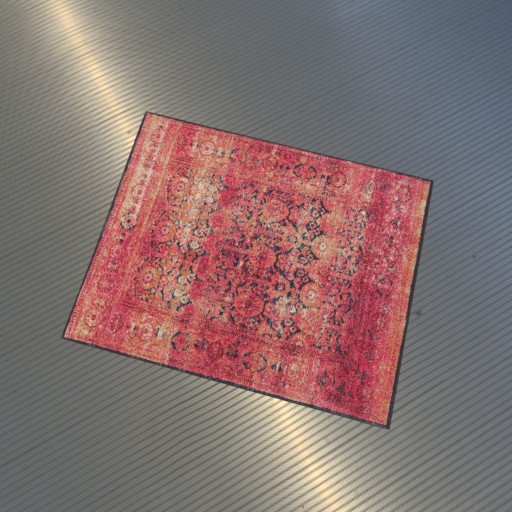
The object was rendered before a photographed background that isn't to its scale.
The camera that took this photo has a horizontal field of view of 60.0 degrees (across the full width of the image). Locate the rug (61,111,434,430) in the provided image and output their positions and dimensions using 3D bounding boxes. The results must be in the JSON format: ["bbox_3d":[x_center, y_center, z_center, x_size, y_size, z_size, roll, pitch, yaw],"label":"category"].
[{"bbox_3d":[0.000,0.000,4.220,3.032,0.020,2.411,14,76,4],"label":"rug"}]
